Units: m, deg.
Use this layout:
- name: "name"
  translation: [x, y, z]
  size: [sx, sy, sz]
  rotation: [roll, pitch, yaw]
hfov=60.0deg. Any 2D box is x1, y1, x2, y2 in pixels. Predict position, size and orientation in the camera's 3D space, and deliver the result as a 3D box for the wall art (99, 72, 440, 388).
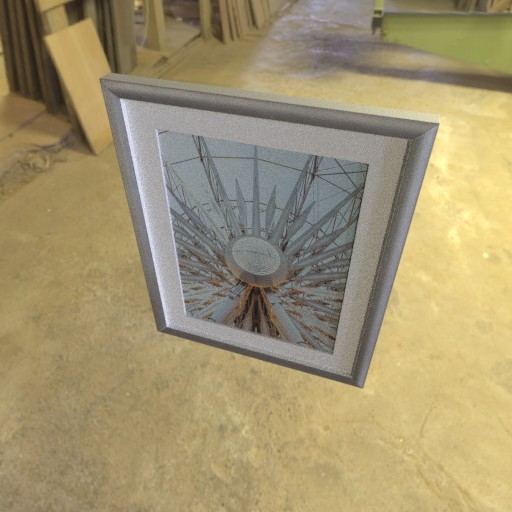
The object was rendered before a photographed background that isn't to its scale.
- name: "wall art"
  translation: [0.000, 0.000, 0.762]
  size: [0.458, 0.558, 0.029]
  rotation: [12, 43, 14]
